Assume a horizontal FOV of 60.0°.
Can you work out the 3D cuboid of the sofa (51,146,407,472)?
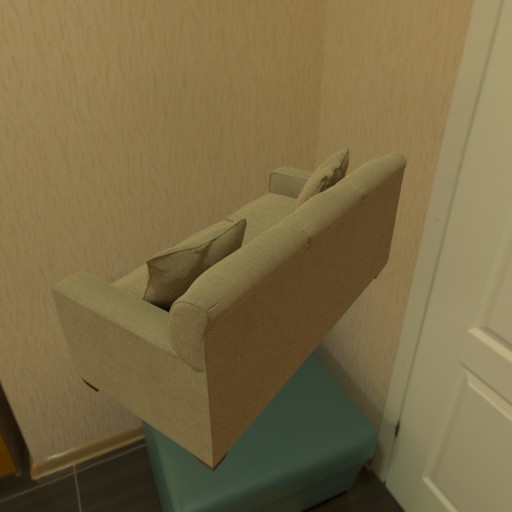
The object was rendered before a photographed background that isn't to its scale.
[{"bbox_3d":[0.000,0.000,2.587,0.997,0.958,2.024,20,36,30],"label":"sofa"}]
